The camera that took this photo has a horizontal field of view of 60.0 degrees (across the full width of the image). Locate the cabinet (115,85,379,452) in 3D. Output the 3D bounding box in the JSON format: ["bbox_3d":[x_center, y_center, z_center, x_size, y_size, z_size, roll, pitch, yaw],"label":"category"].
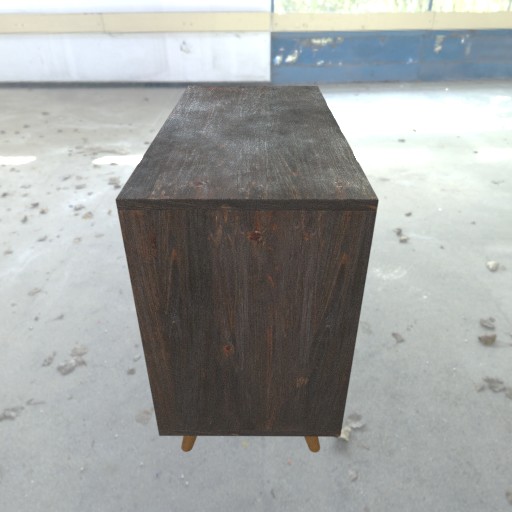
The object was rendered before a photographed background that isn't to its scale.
[{"bbox_3d":[0.000,0.000,1.504,0.529,0.897,1.023,0,32,0],"label":"cabinet"}]
